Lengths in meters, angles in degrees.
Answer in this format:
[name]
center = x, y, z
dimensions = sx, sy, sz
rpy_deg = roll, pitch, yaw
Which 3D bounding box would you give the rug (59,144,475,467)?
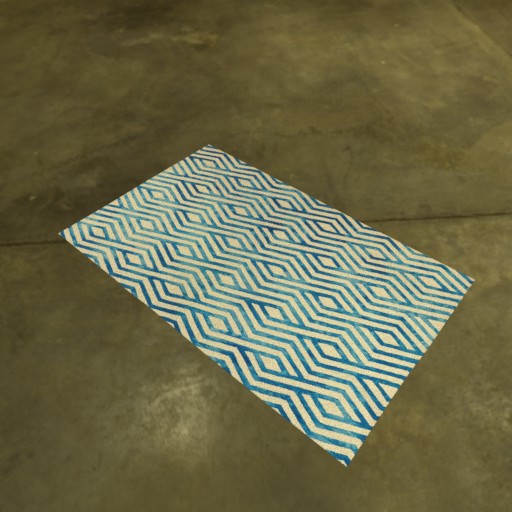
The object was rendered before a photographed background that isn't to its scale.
[rug]
center = 0.000, 0.000, 3.031
dimensions = 2.439, 0.008, 1.531
rpy_deg = 32, 54, 27
